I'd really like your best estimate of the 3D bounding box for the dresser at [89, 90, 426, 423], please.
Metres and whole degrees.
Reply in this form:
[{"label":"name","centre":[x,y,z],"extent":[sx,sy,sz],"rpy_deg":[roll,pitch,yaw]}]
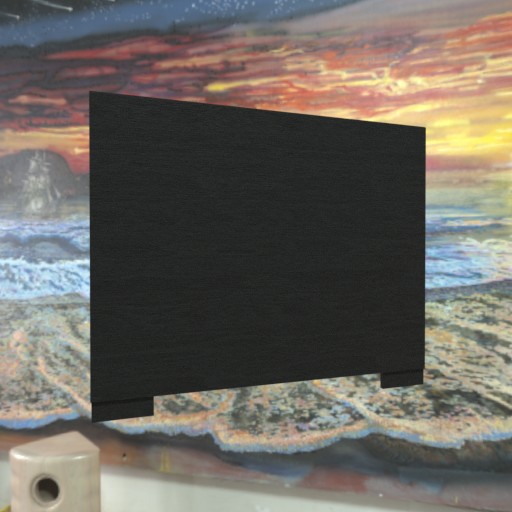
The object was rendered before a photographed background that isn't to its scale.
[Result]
[{"label":"dresser","centre":[0.000,0.000,1.433],"extent":[0.994,0.816,0.404],"rpy_deg":[0,1,-19]}]
